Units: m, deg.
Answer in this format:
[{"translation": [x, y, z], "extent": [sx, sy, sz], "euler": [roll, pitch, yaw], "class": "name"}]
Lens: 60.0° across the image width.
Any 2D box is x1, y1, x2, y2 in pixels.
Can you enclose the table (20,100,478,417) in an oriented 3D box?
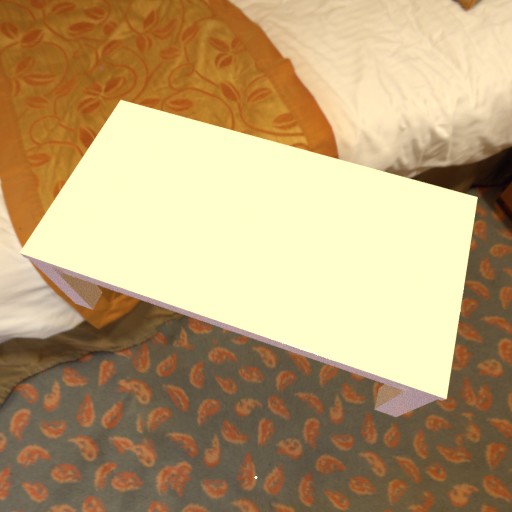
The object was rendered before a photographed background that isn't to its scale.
[{"translation": [0.000, 0.000, 1.668], "extent": [1.350, 0.470, 0.700], "euler": [17, 65, 9], "class": "table"}]
